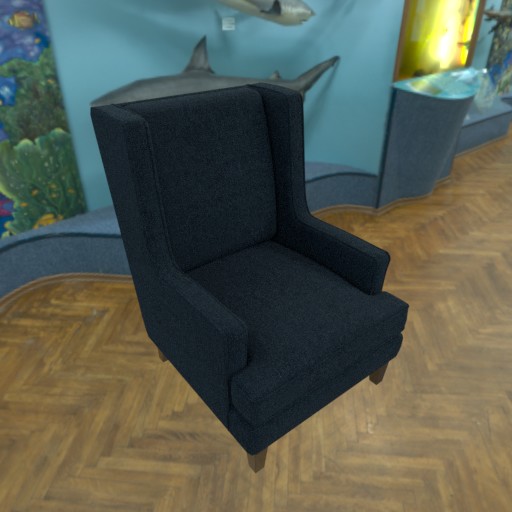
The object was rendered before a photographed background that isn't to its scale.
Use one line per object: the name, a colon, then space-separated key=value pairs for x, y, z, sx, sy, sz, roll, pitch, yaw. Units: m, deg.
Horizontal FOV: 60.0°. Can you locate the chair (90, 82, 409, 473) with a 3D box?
chair: x=0.000 y=0.000 z=1.703 sx=0.764 sy=1.072 sz=0.947 roll=-22 pitch=38 yaw=-32
